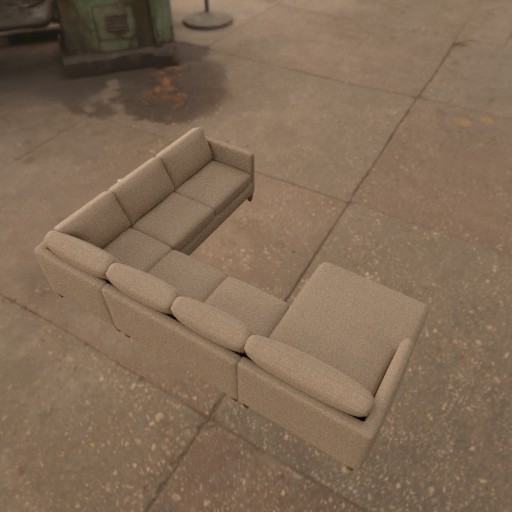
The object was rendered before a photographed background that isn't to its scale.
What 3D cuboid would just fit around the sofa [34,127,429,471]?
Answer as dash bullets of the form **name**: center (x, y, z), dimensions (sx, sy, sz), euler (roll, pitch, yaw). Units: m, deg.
- **sofa**: center (0.000, 0.000, 4.447), dimensions (3.403, 0.889, 2.551), euler (24, 50, 22)
